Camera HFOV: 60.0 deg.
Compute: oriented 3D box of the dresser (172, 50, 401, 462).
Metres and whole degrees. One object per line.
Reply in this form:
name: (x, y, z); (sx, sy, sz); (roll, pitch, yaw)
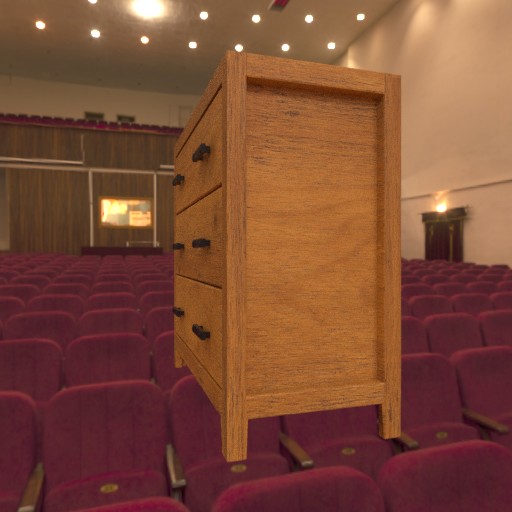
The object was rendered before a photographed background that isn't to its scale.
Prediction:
dresser: (0.000, 0.000, 1.301); (0.427, 0.804, 0.804); (0, 0, -18)
